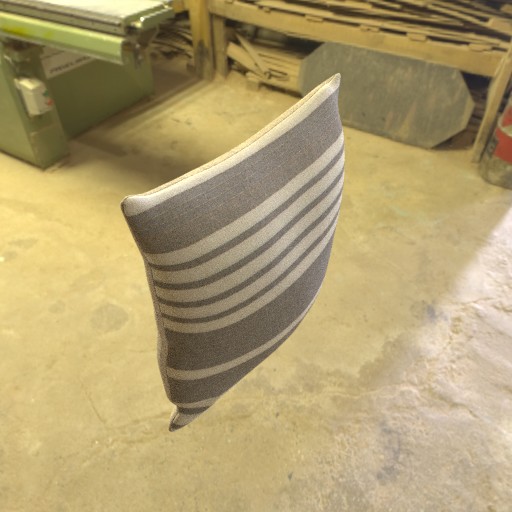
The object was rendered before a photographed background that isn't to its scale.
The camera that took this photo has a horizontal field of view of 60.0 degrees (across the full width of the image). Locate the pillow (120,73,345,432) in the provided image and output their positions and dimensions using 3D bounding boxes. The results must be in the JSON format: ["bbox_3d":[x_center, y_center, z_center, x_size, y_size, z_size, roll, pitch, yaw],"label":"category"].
[{"bbox_3d":[0.000,0.000,0.680,0.182,0.440,0.439,26,48,26],"label":"pillow"}]
